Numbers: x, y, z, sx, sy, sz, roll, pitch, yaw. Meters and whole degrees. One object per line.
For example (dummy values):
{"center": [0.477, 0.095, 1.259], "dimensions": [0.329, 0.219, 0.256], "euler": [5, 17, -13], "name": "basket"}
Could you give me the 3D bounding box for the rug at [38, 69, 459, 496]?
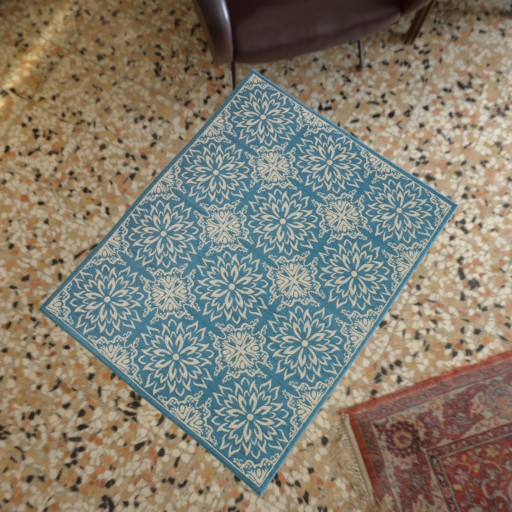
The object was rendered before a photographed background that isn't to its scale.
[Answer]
{"center": [0.000, 0.000, 3.843], "dimensions": [2.350, 0.018, 2.964], "euler": [36, 78, 9], "name": "rug"}
